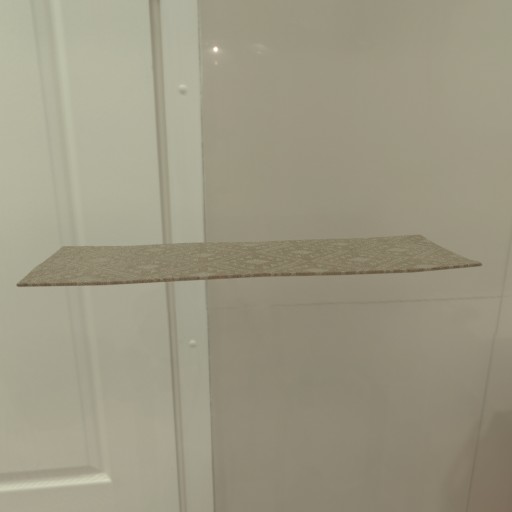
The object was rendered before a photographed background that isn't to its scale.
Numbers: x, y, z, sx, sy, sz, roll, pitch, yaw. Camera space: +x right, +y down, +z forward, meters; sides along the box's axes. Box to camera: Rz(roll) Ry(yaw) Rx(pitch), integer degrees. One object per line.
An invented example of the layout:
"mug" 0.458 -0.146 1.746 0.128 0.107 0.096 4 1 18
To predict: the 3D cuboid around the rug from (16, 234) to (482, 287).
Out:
"rug" 0.000 0.000 2.664 2.452 0.051 0.752 -2 16 -6
